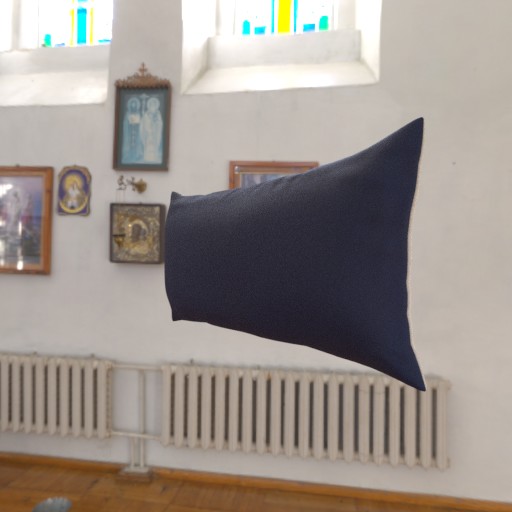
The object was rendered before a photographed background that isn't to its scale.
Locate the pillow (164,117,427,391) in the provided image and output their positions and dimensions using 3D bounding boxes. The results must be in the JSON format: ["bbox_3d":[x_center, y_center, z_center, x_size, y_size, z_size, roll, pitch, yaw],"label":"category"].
[{"bbox_3d":[0.000,0.000,0.710,0.151,0.287,0.610,0,0,-36],"label":"pillow"}]
